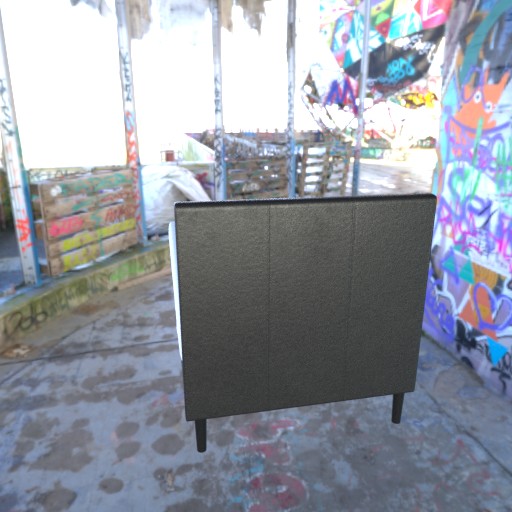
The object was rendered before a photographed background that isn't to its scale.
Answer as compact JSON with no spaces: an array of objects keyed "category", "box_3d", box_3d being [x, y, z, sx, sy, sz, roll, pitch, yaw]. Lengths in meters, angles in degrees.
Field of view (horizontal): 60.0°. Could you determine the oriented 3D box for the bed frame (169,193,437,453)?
[{"category":"bed frame","box_3d":[0.000,0.000,2.609,1.038,1.046,2.152,-3,17,-11]}]
